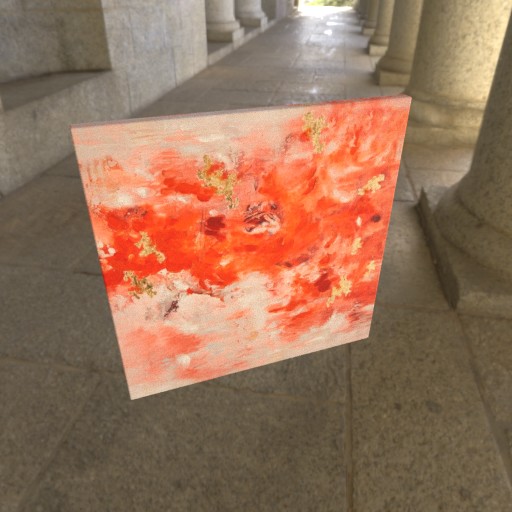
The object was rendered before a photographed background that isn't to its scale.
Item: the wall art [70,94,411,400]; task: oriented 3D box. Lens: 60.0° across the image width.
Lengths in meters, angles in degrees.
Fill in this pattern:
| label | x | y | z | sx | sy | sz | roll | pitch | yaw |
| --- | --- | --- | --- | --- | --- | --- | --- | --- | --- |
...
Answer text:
| label | x | y | z | sx | sy | sz | roll | pitch | yaw |
| --- | --- | --- | --- | --- | --- | --- | --- | --- | --- |
| wall art | 0.000 | 0.000 | 1.341 | 0.878 | 0.878 | 0.066 | -11 | 34 | -16 |
